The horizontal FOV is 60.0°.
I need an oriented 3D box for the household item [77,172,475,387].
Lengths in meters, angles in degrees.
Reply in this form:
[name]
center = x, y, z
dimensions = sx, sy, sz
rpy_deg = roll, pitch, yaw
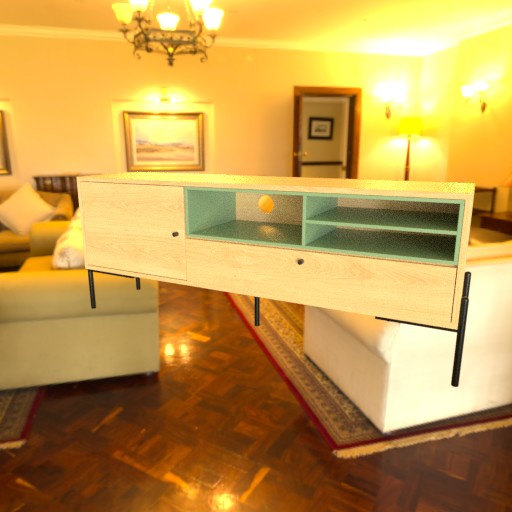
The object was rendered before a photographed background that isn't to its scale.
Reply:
[household item]
center = 0.000, 0.000, 1.767
dimensions = 1.550, 0.600, 0.400
rpy_deg = 7, 16, 26
